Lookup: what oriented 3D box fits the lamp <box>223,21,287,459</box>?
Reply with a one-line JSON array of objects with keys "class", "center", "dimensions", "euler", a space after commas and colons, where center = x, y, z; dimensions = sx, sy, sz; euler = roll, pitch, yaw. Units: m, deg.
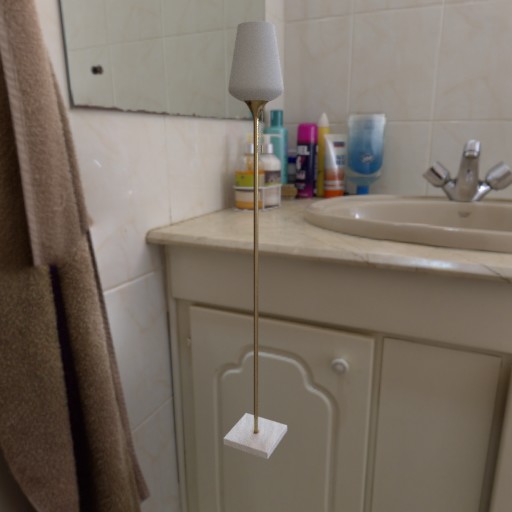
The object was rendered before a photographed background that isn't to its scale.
[{"class": "lamp", "center": [0.000, 0.000, 1.918], "dimensions": [0.232, 1.813, 0.229], "euler": [7, 16, 26]}]
